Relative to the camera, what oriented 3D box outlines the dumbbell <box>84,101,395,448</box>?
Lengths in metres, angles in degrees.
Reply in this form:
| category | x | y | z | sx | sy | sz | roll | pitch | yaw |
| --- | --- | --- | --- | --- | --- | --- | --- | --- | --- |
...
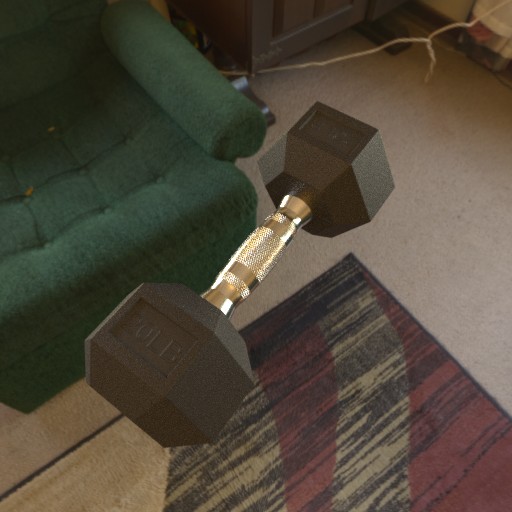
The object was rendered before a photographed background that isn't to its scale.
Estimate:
| category | x | y | z | sx | sy | sz | roll | pitch | yaw |
| --- | --- | --- | --- | --- | --- | --- | --- | --- | --- |
| dumbbell | 0.000 | 0.000 | 0.352 | 0.116 | 0.101 | 0.297 | 32 | 64 | 17 |
